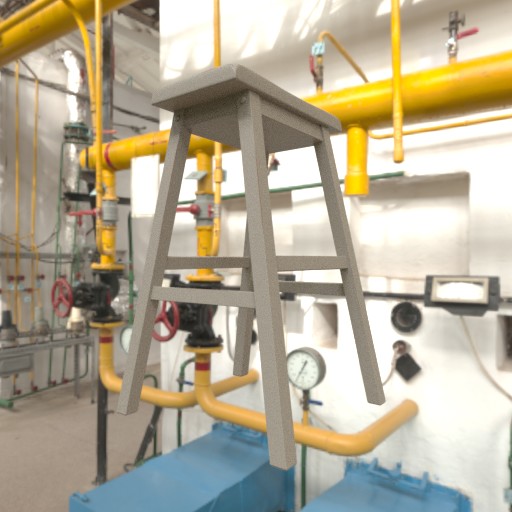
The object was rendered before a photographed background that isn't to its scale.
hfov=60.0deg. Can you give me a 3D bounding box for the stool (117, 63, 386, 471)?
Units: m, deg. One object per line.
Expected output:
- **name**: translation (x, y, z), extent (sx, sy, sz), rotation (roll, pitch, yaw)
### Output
- **stool**: translation (0.000, 0.000, 1.082), extent (0.476, 0.737, 0.457), rotation (0, 0, 37)
